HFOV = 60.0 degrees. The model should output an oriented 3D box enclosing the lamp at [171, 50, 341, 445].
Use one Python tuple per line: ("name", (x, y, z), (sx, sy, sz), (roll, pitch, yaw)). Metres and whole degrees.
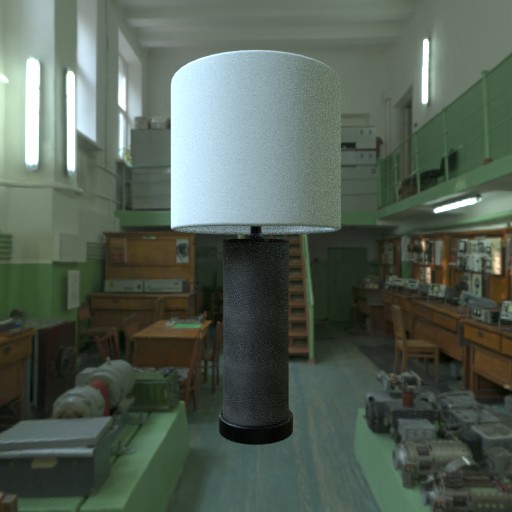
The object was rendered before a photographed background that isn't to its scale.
("lamp", (0.000, 0.000, 0.811), (0.305, 0.634, 0.305), (0, 0, -1))
